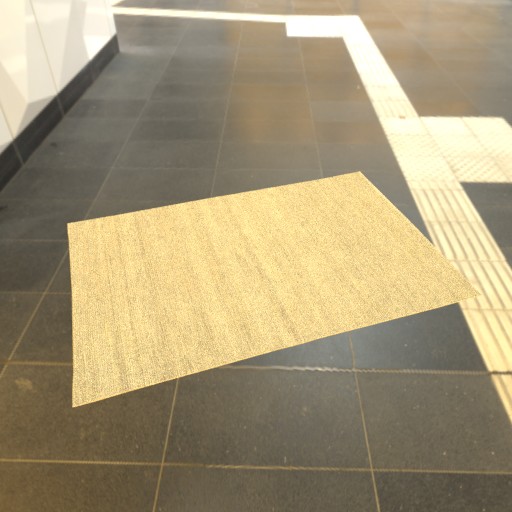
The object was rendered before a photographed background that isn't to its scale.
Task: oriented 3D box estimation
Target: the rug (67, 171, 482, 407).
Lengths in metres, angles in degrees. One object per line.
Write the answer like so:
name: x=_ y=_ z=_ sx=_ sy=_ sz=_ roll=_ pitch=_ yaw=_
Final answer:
rug: x=0.000 y=0.000 z=2.252 sx=1.820 sy=0.022 sz=1.179 roll=-12 pitch=42 yaw=-14
